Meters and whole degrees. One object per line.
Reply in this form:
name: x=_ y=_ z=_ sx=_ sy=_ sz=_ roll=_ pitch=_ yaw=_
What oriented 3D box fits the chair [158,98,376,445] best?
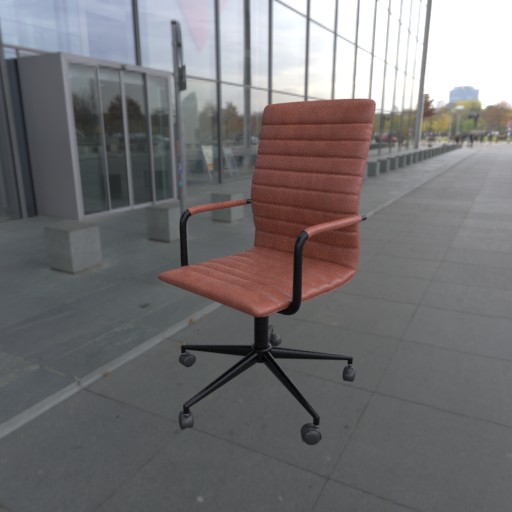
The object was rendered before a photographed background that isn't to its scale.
chair: x=0.000 y=0.000 z=1.281 sx=0.600 sy=0.878 sz=0.578 roll=14 pitch=21 yaw=42
